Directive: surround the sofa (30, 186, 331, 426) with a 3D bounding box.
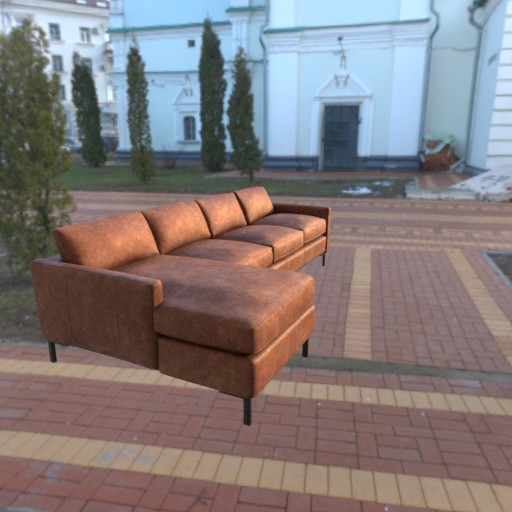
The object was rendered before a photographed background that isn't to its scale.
[{"bbox_3d":[0.000,0.000,3.593,1.471,0.859,2.993,7,16,26],"label":"sofa"}]
